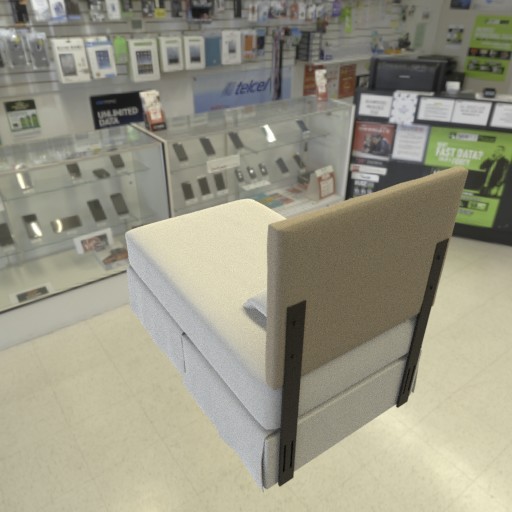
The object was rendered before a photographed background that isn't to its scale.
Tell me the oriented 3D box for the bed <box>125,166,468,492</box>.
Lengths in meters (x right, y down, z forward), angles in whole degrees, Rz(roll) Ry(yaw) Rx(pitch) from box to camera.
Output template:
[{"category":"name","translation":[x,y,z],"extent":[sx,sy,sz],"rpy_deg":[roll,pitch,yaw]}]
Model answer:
[{"category":"bed","translation":[0.000,0.000,2.931],"extent":[1.261,1.571,1.997],"rpy_deg":[-19,36,-29]}]
